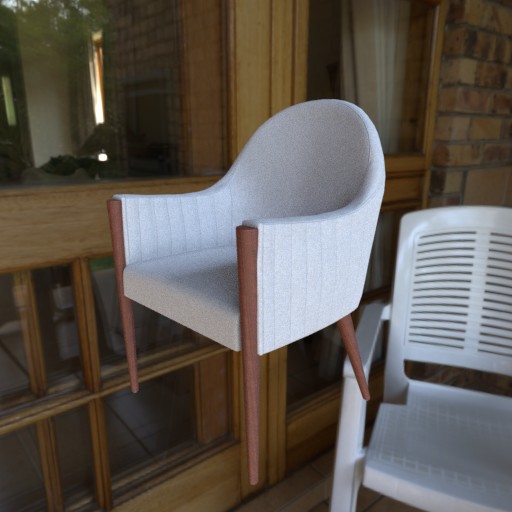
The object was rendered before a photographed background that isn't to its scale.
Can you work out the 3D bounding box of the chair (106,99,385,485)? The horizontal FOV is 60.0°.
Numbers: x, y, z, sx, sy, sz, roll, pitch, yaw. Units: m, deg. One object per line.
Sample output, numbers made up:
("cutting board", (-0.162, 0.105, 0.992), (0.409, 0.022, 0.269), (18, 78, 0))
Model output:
("chair", (0.000, 0.000, 1.287), (0.620, 0.889, 0.610), (-14, 21, -43))
